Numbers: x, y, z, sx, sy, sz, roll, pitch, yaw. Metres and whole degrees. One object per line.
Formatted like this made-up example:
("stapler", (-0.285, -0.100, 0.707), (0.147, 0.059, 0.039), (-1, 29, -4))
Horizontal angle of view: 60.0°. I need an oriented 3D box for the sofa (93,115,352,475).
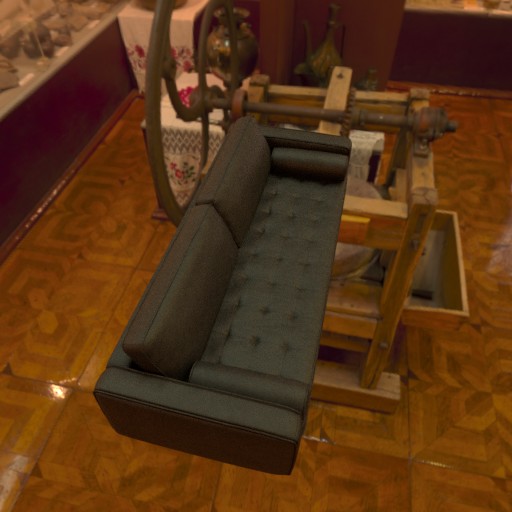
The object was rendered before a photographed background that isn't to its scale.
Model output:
("sofa", (0.000, 0.000, 2.625), (0.914, 0.762, 2.210), (10, 48, 9))
